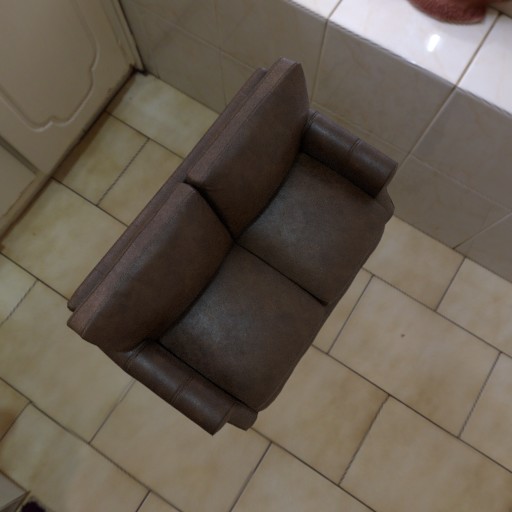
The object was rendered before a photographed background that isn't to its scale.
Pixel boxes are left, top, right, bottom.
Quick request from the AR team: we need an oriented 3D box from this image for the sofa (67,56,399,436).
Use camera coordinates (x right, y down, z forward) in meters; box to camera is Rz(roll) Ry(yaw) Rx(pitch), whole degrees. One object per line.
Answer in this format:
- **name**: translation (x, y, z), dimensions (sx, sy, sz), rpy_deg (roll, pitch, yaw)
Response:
- **sofa**: translation (0.000, 0.000, 2.246), dimensions (0.990, 0.976, 1.616), rpy_deg (34, 78, 8)
